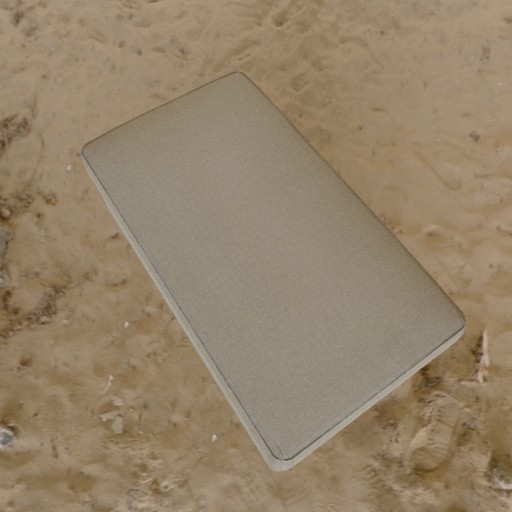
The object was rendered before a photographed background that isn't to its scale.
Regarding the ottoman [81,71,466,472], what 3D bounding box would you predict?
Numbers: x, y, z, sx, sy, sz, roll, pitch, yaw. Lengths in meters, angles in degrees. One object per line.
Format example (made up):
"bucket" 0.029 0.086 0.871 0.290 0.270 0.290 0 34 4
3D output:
"ottoman" 0.000 0.000 1.405 0.617 0.461 1.097 -31 69 -14
